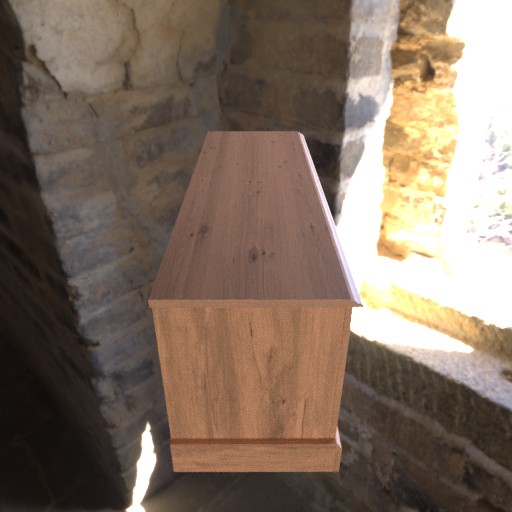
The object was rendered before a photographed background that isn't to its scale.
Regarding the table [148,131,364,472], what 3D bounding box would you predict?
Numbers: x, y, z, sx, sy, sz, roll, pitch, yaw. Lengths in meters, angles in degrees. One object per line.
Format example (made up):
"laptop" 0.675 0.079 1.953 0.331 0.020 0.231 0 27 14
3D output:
"table" 0.000 0.000 1.462 0.400 0.510 1.200 0 30 0
